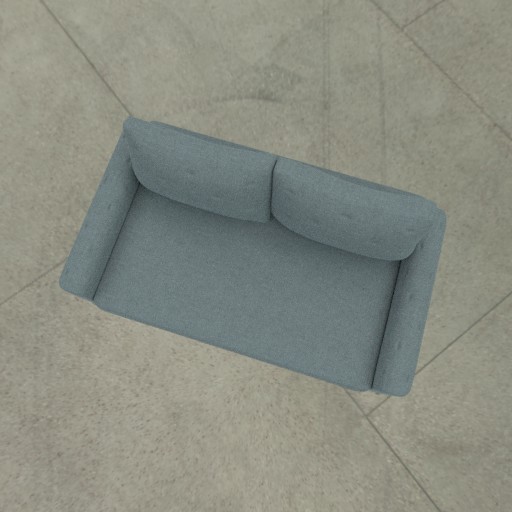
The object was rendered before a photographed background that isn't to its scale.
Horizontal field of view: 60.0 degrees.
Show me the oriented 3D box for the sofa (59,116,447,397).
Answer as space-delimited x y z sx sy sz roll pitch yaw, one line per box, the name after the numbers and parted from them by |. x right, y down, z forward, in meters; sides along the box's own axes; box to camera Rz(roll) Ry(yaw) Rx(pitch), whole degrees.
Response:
0.000 0.000 2.123 1.650 0.790 0.920 17 76 4 | sofa
